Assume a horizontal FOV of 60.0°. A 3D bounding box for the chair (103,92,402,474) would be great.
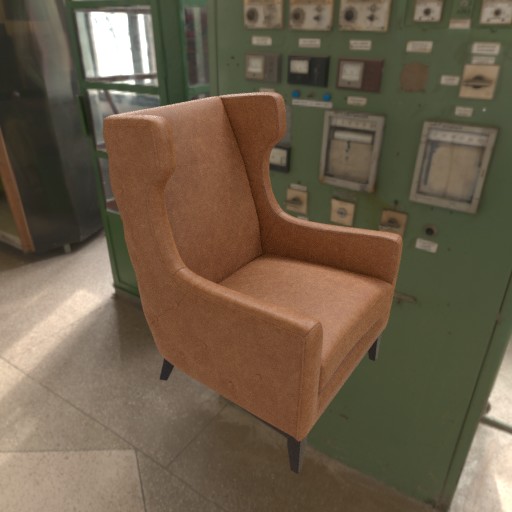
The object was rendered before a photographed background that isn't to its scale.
[{"bbox_3d":[0.000,0.000,1.670,0.899,1.079,0.766,18,32,30],"label":"chair"}]
